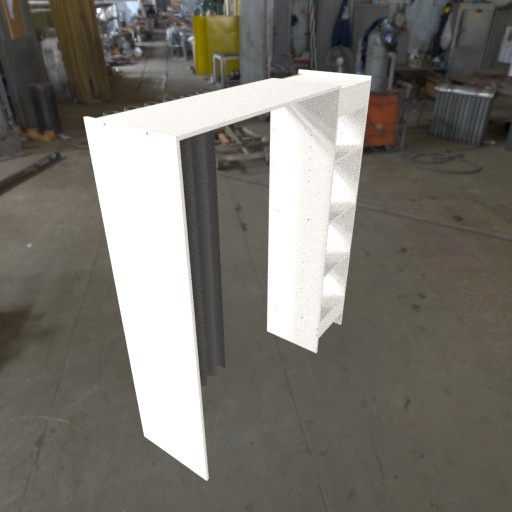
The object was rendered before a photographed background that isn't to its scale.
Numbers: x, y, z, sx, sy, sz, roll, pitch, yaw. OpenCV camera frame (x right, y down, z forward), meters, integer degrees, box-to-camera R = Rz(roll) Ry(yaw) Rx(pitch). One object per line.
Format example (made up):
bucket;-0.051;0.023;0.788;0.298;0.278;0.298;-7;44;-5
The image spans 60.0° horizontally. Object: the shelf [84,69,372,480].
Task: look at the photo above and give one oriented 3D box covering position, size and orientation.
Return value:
shelf;0.000;0.000;2.565;0.500;1.810;1.600;20;35;30
